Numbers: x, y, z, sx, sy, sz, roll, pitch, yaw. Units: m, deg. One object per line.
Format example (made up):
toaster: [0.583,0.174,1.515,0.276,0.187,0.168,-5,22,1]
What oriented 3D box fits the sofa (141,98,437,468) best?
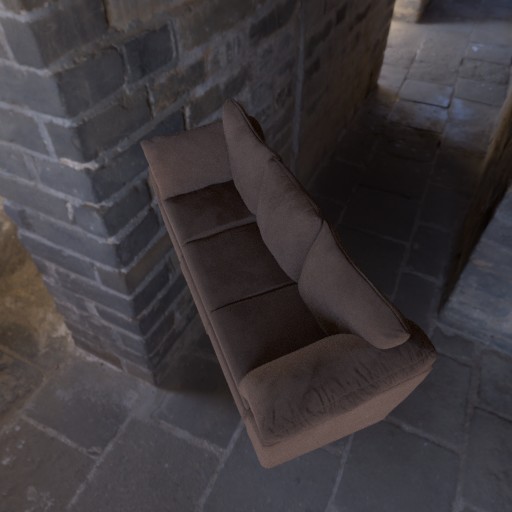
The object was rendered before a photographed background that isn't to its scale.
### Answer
sofa: [0.000,0.000,2.778,0.878,1.015,2.336,-17,49,-15]
